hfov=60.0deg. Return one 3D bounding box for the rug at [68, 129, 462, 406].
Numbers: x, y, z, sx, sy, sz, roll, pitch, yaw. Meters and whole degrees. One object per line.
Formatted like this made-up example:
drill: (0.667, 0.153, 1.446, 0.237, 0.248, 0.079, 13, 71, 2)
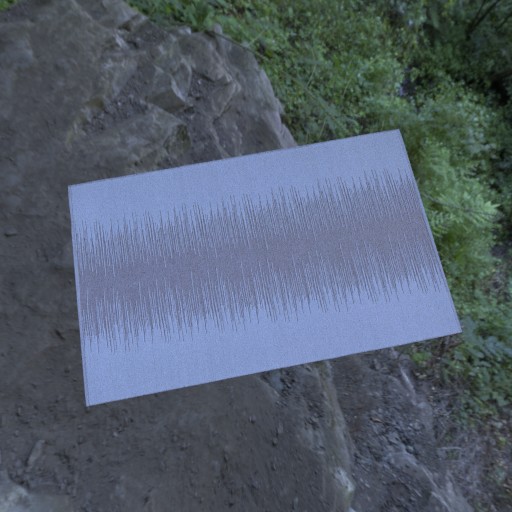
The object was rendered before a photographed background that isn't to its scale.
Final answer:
rug: (0.000, 0.000, 3.013, 2.440, 0.012, 1.522, -10, 75, -3)
